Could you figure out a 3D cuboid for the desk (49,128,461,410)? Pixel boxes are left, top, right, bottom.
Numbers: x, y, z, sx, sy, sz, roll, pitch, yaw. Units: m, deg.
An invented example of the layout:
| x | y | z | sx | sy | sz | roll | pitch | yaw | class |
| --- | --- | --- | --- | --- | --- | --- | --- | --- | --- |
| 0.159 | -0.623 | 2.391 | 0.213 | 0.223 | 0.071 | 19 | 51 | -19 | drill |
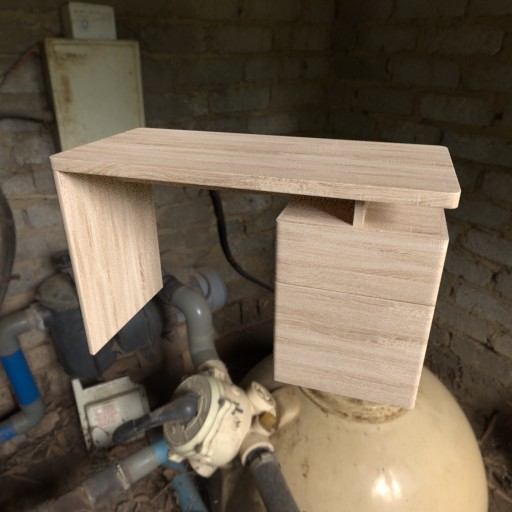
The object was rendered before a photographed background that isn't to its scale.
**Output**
| x | y | z | sx | sy | sz | roll | pitch | yaw | class |
| --- | --- | --- | --- | --- | --- | --- | --- | --- | --- |
| 0.000 | 0.000 | 1.615 | 1.200 | 0.760 | 0.550 | 8 | 27 | 16 | desk |
